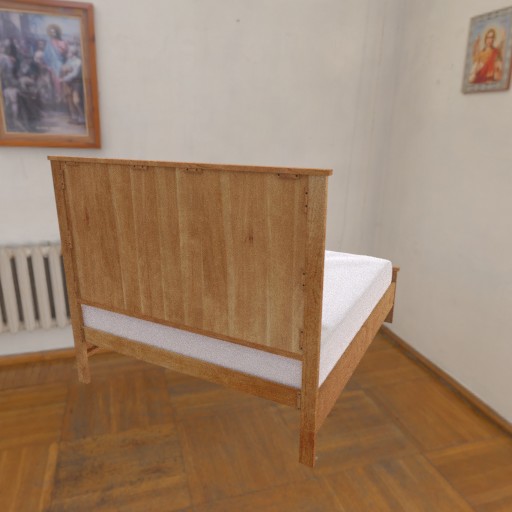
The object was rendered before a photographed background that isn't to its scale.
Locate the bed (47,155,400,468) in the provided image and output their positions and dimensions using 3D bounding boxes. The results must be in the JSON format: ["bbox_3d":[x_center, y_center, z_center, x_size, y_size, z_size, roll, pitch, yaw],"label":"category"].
[{"bbox_3d":[0.000,0.000,4.192,2.225,1.938,2.530,9,19,27],"label":"bed"}]
